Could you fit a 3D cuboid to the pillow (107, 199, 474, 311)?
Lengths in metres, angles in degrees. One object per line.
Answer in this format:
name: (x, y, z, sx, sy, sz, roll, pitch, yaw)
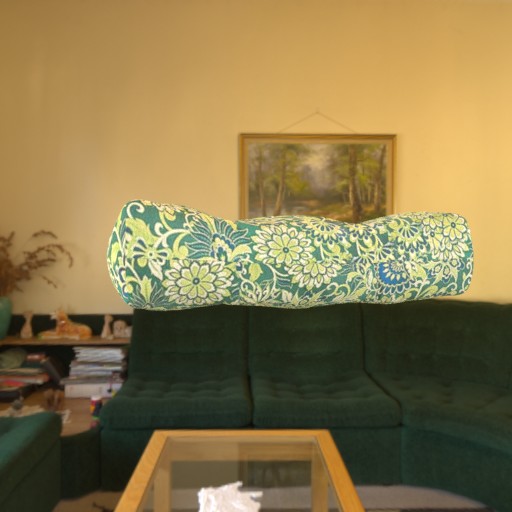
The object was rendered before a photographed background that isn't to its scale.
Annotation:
pillow: (0.000, 0.000, 0.733, 0.468, 0.128, 0.490, 0, 1, -19)
